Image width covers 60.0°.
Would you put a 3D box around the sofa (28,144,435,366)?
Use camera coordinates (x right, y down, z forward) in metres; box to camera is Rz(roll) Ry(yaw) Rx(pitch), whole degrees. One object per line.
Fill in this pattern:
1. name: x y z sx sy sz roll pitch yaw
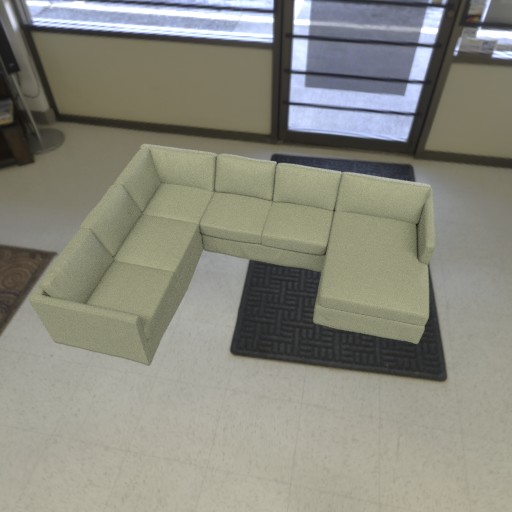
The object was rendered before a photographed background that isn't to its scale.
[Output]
1. sofa: 0.000 0.000 4.504 3.460 0.882 2.427 10 47 9
